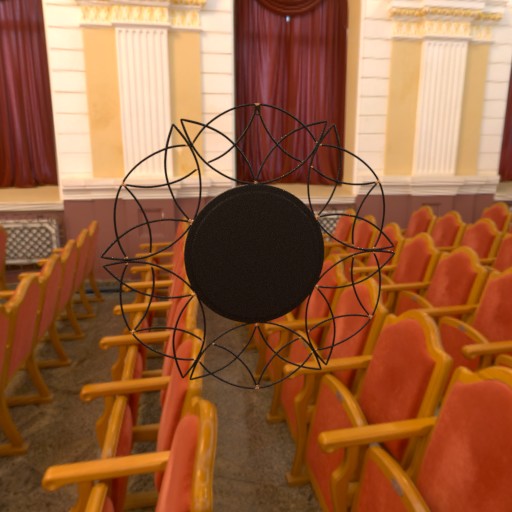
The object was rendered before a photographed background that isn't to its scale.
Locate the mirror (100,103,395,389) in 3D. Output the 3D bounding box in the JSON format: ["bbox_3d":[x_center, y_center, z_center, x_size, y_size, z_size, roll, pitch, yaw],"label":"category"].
[{"bbox_3d":[0.000,0.000,1.184,0.797,0.775,0.028,-2,13,-9],"label":"mirror"}]
